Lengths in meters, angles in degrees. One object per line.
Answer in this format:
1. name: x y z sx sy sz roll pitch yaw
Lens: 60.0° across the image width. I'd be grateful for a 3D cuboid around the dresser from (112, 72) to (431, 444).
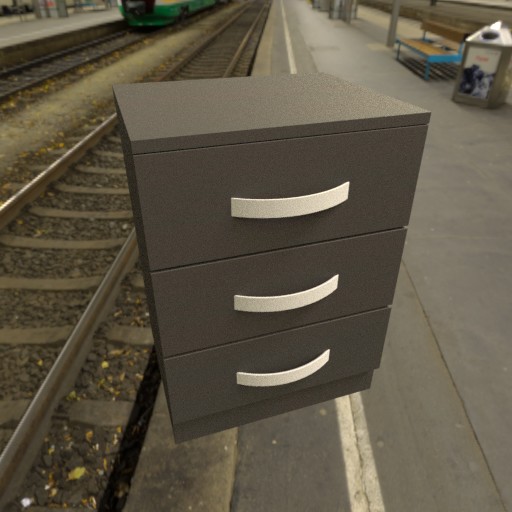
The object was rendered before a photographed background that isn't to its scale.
1. dresser: 0.000 0.000 0.818 0.400 0.560 0.360 -10 33 -16
